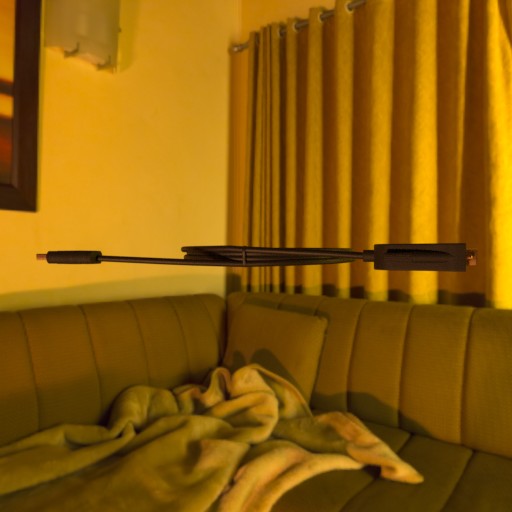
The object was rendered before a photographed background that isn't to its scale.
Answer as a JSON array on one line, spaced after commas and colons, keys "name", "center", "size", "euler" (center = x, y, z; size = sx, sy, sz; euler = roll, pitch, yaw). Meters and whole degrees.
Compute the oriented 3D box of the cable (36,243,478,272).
[{"name": "cable", "center": [0.000, 0.000, 0.332], "size": [0.281, 0.015, 0.136], "euler": [0, 0, 17]}]
